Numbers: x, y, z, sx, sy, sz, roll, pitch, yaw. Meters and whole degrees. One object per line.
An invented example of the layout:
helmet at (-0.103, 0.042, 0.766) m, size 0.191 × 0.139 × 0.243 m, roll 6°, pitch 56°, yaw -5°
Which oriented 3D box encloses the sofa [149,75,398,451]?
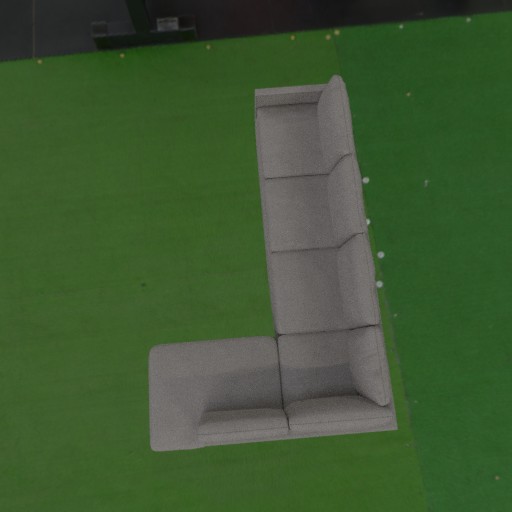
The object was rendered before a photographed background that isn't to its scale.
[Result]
sofa at (0.000, 0.000, 4.257) m, size 2.077 × 0.964 × 3.331 m, roll -4°, pitch 75°, yaw -1°
